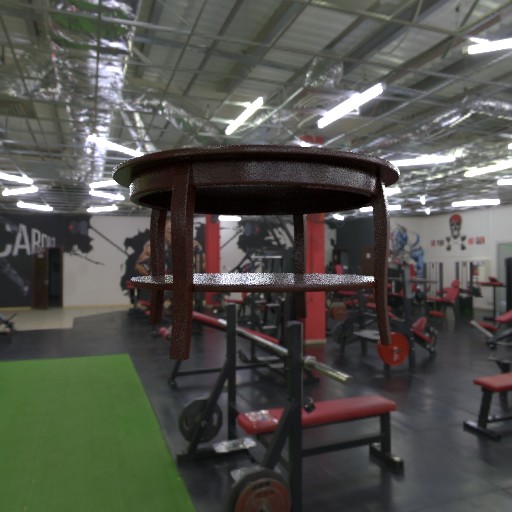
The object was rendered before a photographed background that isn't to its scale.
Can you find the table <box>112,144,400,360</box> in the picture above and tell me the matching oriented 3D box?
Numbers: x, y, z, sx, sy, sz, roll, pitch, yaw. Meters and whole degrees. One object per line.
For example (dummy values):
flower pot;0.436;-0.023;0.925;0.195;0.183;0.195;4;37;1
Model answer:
table;0.000;0.000;1.476;0.911;0.512;0.911;0;0;0
